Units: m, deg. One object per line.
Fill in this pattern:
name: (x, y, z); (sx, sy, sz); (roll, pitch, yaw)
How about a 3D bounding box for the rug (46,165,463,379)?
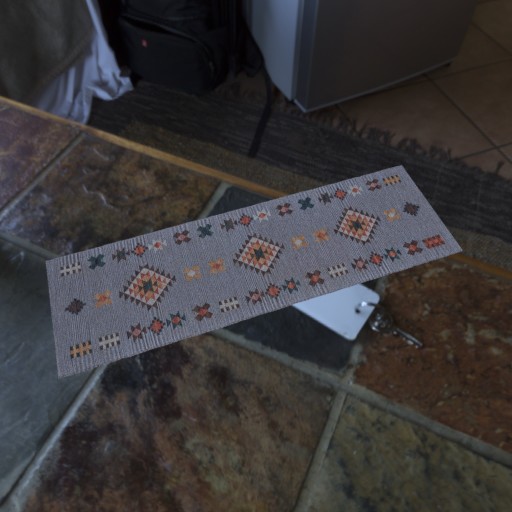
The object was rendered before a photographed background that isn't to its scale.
rug: (0.000, 0.000, 2.709); (2.432, 0.008, 0.766); (-16, 59, -10)
